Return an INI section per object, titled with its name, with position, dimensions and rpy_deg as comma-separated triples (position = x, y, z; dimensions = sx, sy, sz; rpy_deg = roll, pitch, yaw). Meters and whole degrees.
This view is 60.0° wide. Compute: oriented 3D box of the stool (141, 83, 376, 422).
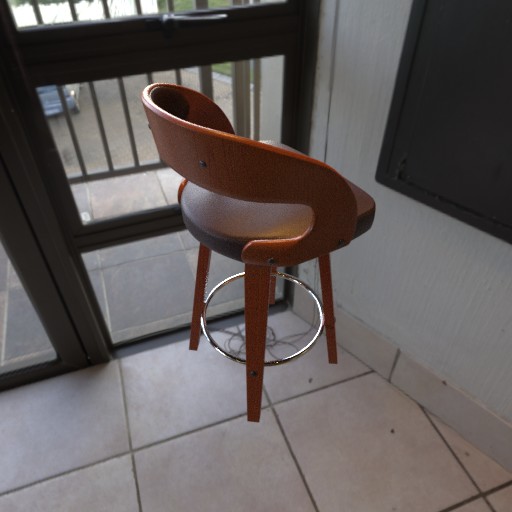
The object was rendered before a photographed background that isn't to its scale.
[stool]
position = 0.000, 0.000, 1.193
dimensions = 0.457, 0.940, 0.457
rpy_deg = -28, 49, -27
